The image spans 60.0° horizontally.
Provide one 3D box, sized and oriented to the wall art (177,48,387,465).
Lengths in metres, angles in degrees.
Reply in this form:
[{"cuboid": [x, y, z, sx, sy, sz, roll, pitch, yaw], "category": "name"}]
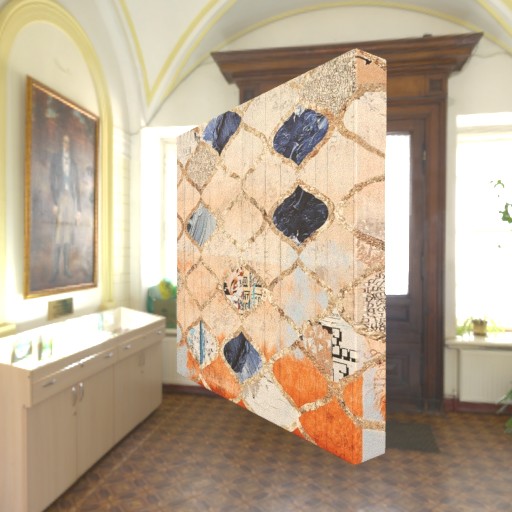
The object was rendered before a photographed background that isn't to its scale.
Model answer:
[{"cuboid": [0.000, 0.000, 0.455, 0.036, 0.304, 0.303, 0, 1, -35], "category": "wall art"}]
